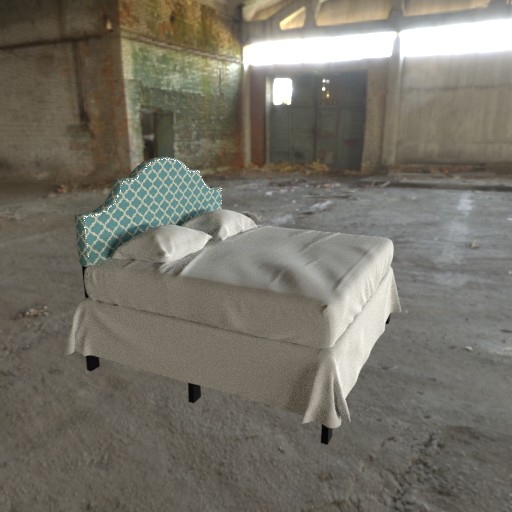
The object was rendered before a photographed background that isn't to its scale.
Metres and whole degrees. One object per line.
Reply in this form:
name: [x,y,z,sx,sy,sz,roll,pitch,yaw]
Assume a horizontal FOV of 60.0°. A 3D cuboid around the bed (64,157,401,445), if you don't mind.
bed: [0.000,0.000,3.769,2.222,1.601,2.314,7,17,25]
